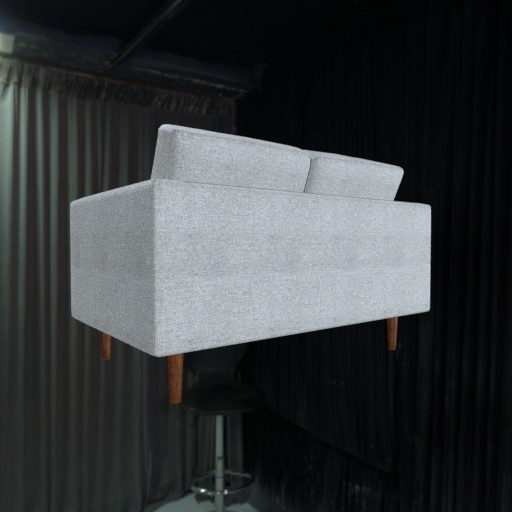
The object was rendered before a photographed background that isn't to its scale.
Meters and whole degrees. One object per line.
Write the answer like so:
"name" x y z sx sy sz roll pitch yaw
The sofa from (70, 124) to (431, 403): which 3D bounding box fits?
"sofa" 0.000 0.000 2.195 1.527 0.973 0.969 -1 2 -38
